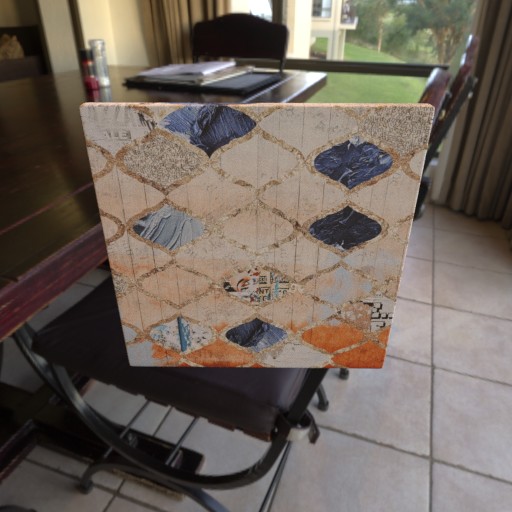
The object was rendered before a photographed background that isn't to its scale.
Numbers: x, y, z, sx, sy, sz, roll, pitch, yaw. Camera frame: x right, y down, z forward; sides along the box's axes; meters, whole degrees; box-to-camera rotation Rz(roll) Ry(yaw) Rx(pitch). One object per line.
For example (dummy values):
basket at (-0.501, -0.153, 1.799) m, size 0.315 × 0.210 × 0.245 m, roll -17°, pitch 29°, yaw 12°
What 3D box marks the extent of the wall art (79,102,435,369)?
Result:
wall art at (0.000, 0.000, 1.380) m, size 0.912 × 0.914 × 0.039 m, roll 0°, pitch 31°, yaw 1°
